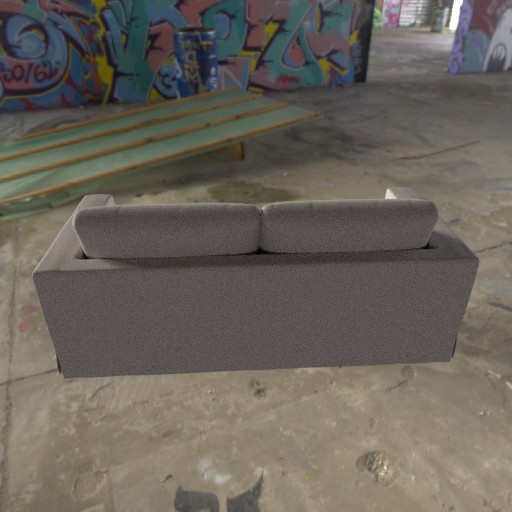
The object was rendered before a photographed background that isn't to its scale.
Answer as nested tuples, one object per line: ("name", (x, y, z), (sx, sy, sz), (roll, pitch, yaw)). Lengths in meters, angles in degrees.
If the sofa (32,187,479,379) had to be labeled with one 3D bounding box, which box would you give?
("sofa", (0.000, 0.000, 2.594), (2.163, 0.881, 0.954), (-2, 31, -3))
